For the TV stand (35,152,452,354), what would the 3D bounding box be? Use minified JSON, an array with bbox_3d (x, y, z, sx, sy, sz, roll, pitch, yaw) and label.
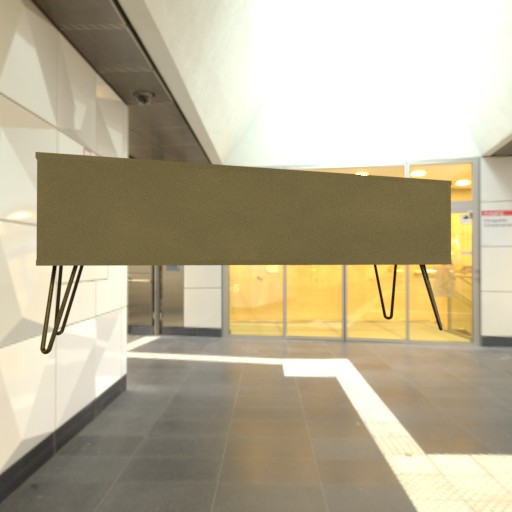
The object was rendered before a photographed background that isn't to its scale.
[{"bbox_3d":[0.000,0.000,1.617,1.400,0.560,0.400,0,-1,-18],"label":"TV stand"}]
